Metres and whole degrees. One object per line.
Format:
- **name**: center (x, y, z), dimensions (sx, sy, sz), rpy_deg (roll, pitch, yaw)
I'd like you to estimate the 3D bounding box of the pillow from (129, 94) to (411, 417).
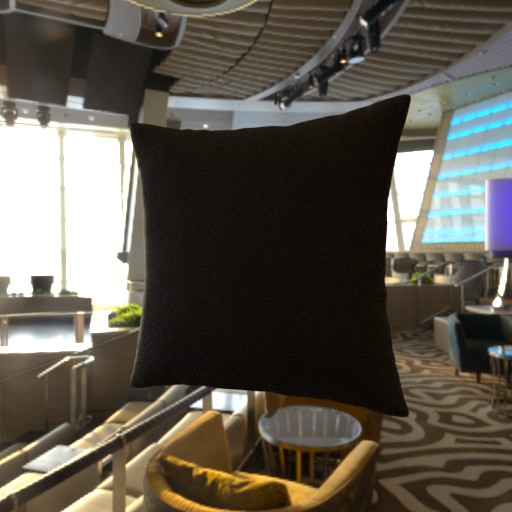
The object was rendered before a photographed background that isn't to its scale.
- **pillow**: center (0.000, 0.000, 0.776), dimensions (0.511, 0.509, 0.161), rpy_deg (0, 1, 18)
